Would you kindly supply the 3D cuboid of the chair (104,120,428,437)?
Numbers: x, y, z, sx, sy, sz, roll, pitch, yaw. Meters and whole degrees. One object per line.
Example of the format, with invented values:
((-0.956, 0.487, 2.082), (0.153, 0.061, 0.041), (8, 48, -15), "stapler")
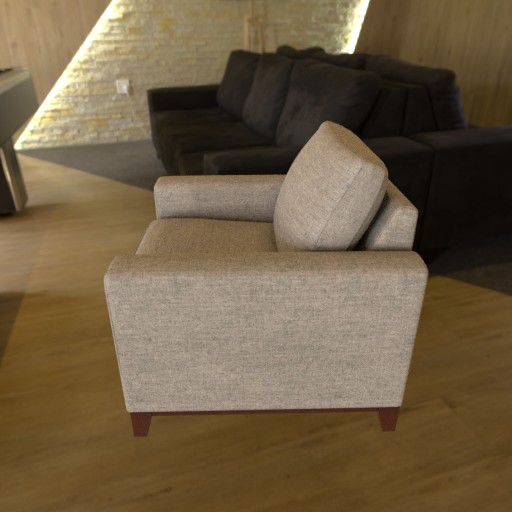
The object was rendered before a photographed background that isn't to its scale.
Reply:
((0.000, 0.000, 1.880), (1.038, 1.010, 1.024), (-1, 27, -1), "chair")
